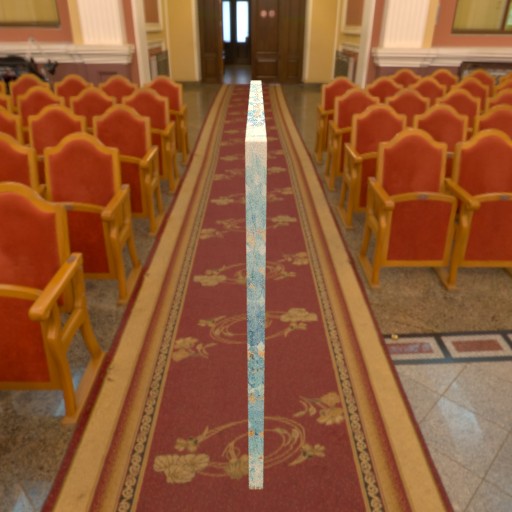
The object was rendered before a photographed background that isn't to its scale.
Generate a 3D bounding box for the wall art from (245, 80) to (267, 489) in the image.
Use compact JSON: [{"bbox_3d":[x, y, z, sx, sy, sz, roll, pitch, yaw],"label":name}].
[{"bbox_3d":[0.000,0.000,1.367,0.040,0.916,0.916,0,28,0],"label":"wall art"}]
